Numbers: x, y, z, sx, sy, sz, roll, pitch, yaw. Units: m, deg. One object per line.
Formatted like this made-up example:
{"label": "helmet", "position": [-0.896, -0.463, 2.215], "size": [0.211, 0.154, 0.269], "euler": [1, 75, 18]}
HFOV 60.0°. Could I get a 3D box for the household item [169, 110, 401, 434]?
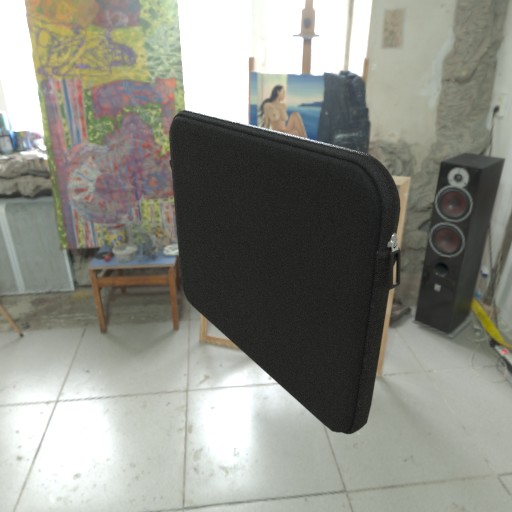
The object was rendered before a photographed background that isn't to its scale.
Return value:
{"label": "household item", "position": [0.000, 0.000, 0.537], "size": [0.030, 0.305, 0.396], "euler": [-18, 31, -32]}
